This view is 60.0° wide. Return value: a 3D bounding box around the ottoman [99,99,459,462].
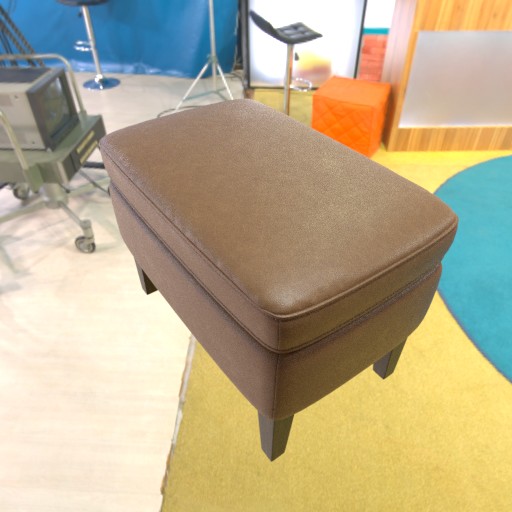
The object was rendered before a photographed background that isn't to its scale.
[{"bbox_3d":[0.000,0.000,0.975,0.420,0.480,0.670,-25,46,-26],"label":"ottoman"}]
